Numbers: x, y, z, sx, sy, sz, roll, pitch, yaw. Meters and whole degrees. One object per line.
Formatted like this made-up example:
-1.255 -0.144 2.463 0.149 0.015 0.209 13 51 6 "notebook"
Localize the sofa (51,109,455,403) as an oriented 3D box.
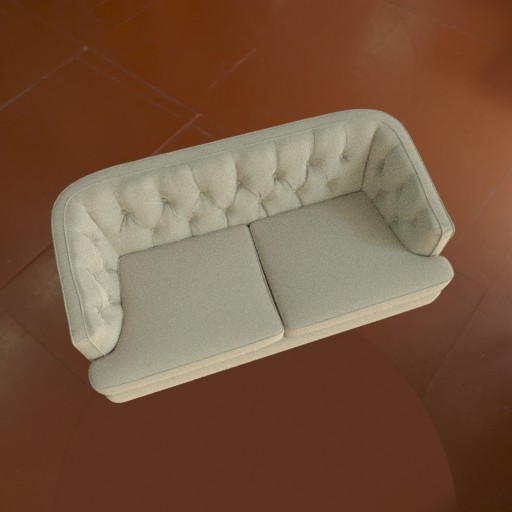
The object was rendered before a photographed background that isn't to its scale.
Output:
0.000 0.000 2.236 1.733 0.855 0.941 -16 64 -8 "sofa"
